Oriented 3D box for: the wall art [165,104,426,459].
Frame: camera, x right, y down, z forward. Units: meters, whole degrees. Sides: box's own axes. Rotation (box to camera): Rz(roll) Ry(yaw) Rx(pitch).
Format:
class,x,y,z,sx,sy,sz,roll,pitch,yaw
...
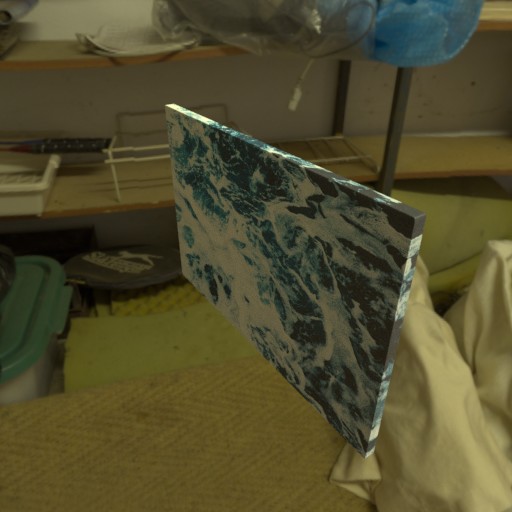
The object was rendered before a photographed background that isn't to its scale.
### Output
class,x,y,z,sx,sy,sz,roll,pitch,yaw
wall art,0.000,0.000,1.953,0.055,1.017,1.524,-20,37,-29
